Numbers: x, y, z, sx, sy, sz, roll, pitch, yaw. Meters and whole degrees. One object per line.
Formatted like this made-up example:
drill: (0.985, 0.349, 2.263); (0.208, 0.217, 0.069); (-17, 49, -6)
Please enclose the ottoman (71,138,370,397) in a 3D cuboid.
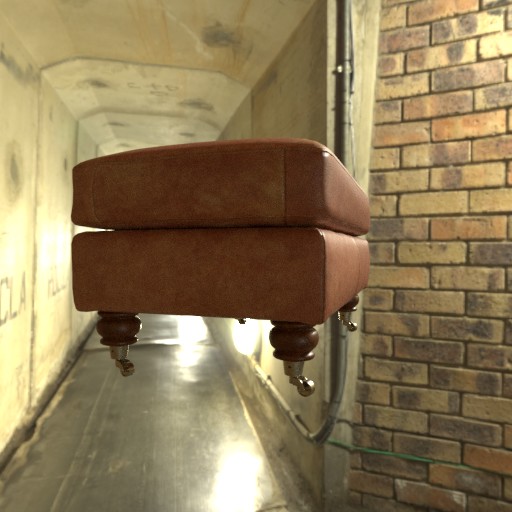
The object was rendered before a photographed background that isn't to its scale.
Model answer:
ottoman: (0.000, 0.000, 1.218); (0.565, 0.507, 0.852); (0, 1, 19)
